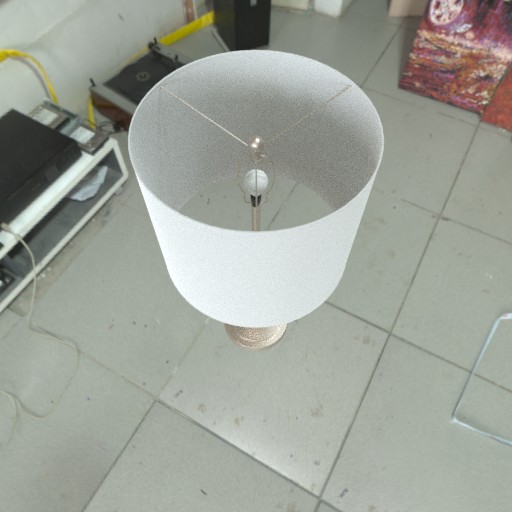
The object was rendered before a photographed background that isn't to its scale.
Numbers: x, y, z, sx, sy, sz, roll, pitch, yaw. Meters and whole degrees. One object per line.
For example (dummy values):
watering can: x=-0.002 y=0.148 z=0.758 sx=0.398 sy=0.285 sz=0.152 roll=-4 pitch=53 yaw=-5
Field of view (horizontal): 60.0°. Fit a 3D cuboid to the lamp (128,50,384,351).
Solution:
lamp: x=0.000 y=0.000 z=0.710 sx=0.277 sy=0.538 sz=0.277 roll=0 pitch=59 yaw=0
